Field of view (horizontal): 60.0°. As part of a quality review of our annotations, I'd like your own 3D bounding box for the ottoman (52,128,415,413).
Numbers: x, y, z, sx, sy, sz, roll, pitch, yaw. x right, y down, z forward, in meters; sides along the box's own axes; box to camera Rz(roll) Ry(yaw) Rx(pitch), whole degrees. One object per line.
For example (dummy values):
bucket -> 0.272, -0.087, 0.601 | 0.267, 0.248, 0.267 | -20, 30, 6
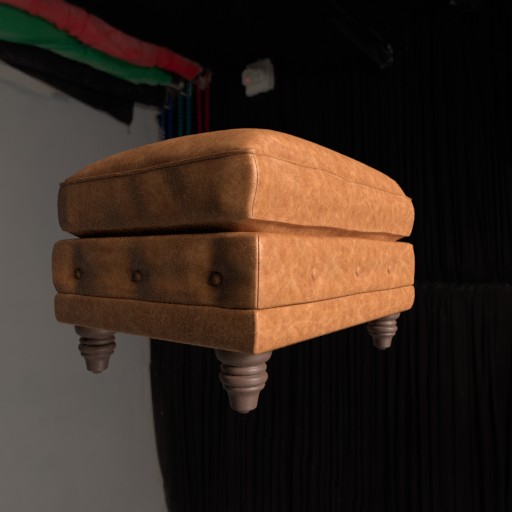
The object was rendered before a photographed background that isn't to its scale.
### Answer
ottoman -> 0.000, 0.000, 1.034 | 0.533, 0.480, 0.710 | 0, 0, 37
